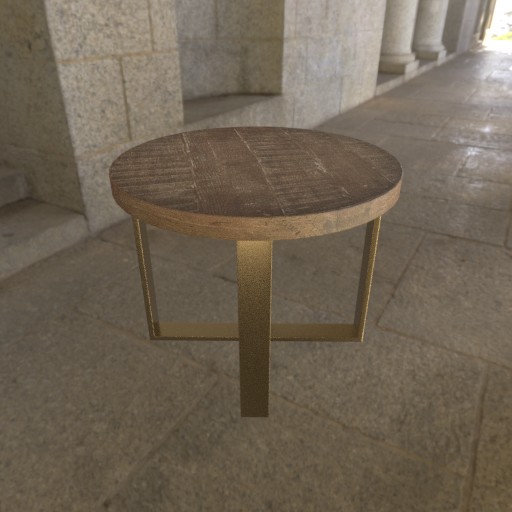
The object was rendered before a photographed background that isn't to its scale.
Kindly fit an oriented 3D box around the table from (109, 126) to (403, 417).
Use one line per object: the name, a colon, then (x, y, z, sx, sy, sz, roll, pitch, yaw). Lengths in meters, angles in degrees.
table: (0.000, 0.000, 0.980, 0.557, 0.437, 0.557, 0, 29, 0)
